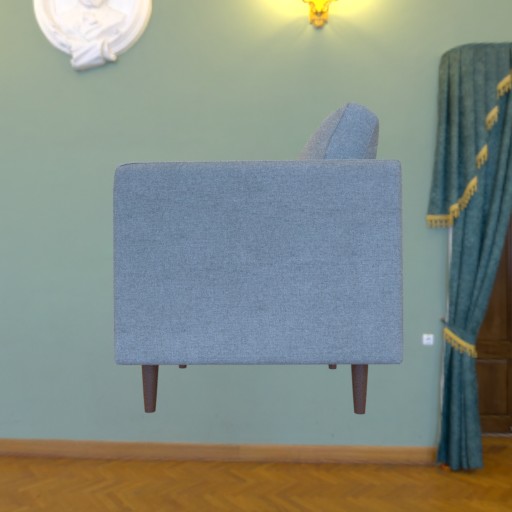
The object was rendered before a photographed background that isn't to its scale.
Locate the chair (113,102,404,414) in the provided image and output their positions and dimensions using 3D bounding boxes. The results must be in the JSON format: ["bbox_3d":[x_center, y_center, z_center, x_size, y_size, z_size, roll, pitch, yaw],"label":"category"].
[{"bbox_3d":[0.000,0.000,1.576,0.800,0.927,0.855,0,0,1],"label":"chair"}]
